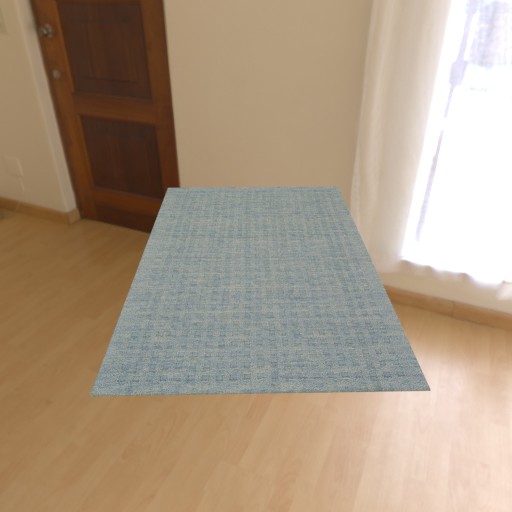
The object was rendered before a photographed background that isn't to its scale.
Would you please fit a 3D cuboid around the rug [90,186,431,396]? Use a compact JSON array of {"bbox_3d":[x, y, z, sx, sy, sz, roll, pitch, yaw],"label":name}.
[{"bbox_3d":[0.000,0.000,2.230,1.142,0.006,1.752,-1,32,-1],"label":"rug"}]
